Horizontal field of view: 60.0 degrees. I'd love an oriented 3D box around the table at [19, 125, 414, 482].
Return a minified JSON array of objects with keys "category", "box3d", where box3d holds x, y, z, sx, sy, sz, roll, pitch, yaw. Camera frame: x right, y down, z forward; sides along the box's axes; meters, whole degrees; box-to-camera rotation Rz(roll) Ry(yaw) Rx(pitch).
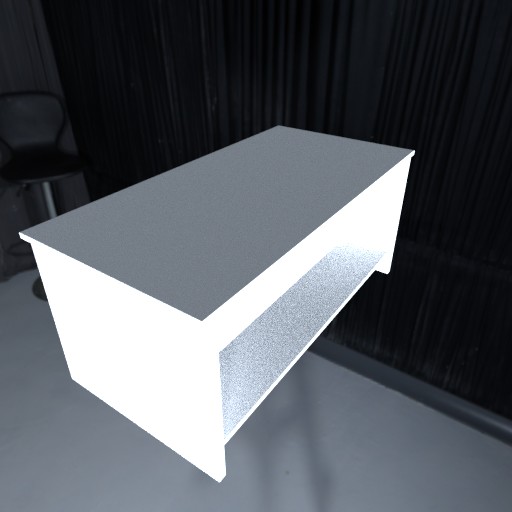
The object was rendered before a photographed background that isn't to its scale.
[{"category":"table","box3d":[0.000,0.000,1.260,0.500,0.441,1.000,20,37,29]}]
